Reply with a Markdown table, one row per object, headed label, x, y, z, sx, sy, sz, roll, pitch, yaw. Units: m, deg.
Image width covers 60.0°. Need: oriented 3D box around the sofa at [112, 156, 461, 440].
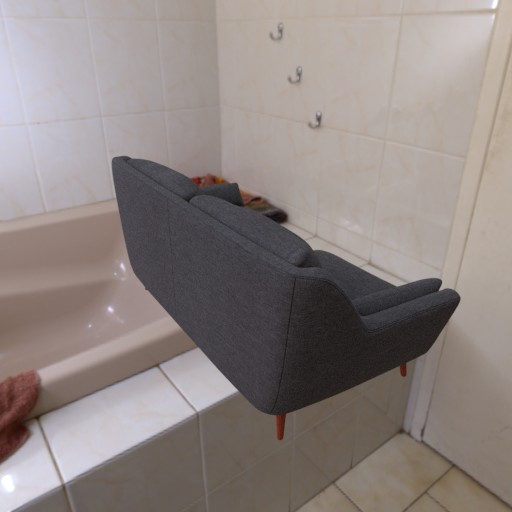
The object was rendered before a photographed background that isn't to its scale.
| label | x | y | z | sx | sy | sz | roll | pitch | yaw |
| --- | --- | --- | --- | --- | --- | --- | --- | --- | --- |
| sofa | 0.000 | 0.000 | 2.439 | 0.975 | 0.896 | 1.929 | -17 | 31 | -30 |
